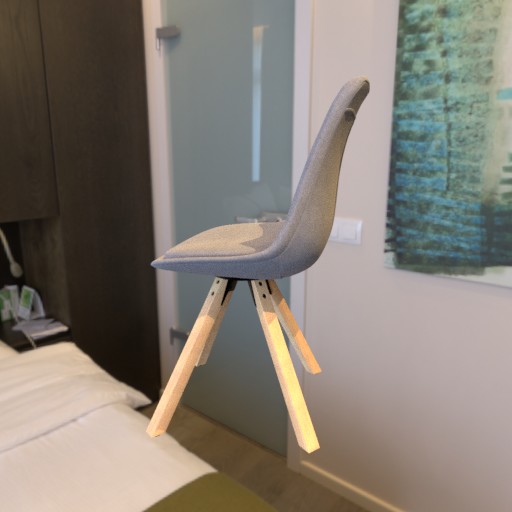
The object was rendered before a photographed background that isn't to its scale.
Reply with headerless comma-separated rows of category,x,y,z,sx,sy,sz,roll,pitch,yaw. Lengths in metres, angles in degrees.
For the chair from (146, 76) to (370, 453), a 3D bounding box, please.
chair,0.000,0.000,1.198,0.549,0.863,0.474,2,13,9
